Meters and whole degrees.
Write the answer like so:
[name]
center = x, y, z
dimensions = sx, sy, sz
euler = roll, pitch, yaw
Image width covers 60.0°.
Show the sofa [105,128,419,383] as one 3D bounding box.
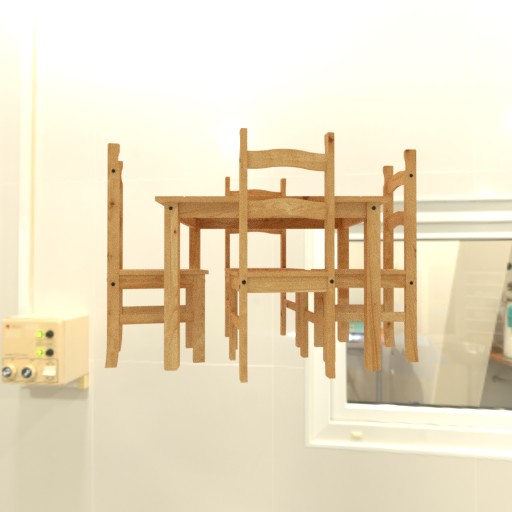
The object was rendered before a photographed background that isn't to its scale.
[sofa]
center = 0.000, 0.000, 2.302
dimensions = 1.529, 1.000, 1.144
euler = 0, -1, 0
